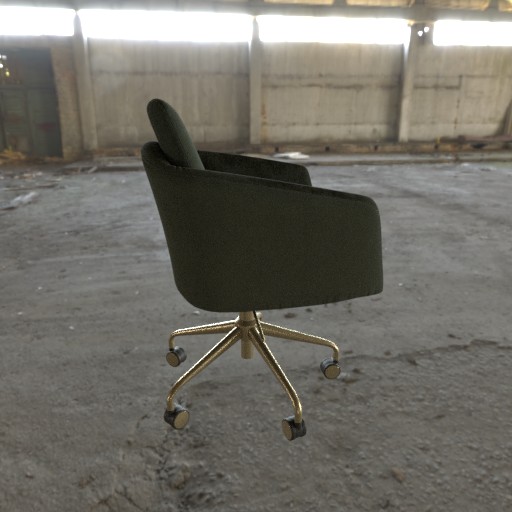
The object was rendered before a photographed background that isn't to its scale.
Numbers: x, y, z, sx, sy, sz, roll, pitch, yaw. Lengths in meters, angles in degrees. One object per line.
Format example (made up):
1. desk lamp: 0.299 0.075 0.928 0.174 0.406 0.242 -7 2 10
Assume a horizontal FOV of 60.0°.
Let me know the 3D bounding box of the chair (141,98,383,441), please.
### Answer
1. chair: 0.000 0.000 1.373 0.635 0.908 0.641 -3 18 -9
